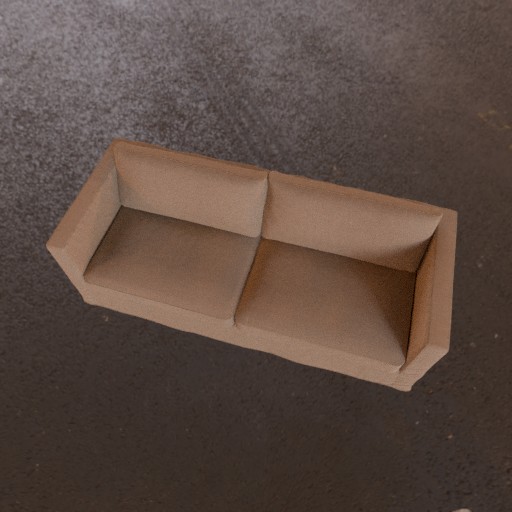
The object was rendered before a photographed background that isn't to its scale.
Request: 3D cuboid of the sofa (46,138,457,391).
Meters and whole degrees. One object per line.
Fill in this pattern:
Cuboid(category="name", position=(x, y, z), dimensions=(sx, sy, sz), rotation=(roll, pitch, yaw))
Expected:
Cuboid(category="sofa", position=(0.000, 0.000, 2.828), dimensions=(2.296, 0.847, 0.956), rotation=(14, 59, 8))
